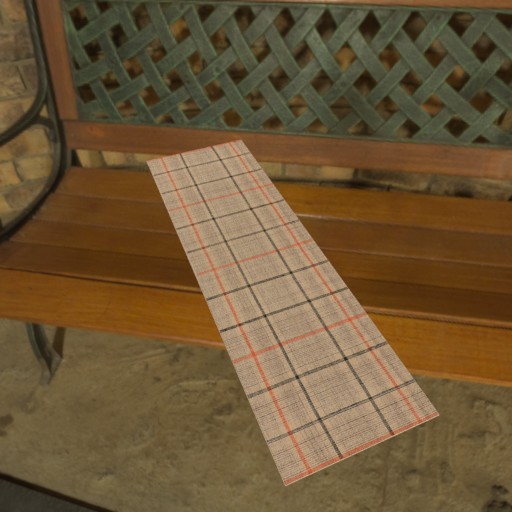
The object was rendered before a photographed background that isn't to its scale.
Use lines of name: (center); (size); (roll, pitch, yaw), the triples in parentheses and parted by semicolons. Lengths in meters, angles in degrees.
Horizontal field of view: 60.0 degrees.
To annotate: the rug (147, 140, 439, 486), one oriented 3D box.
rug: (0.000, 0.000, 2.656); (0.762, 0.008, 2.439); (-17, 49, -15)
